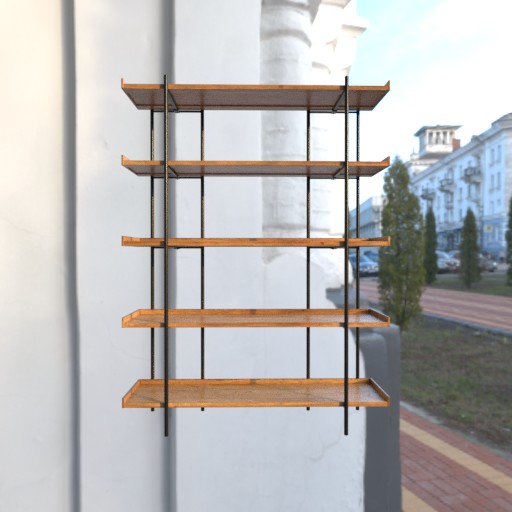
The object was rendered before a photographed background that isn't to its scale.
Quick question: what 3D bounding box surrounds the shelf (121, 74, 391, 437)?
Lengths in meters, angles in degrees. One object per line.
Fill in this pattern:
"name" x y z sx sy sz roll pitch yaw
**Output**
"shelf" 0.000 0.000 2.431 1.371 1.826 0.379 0 0 -1
